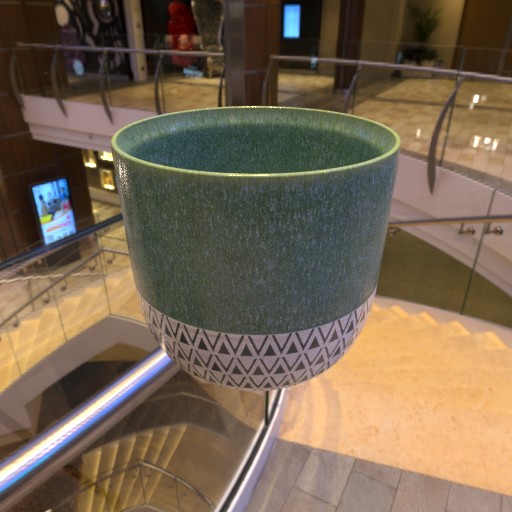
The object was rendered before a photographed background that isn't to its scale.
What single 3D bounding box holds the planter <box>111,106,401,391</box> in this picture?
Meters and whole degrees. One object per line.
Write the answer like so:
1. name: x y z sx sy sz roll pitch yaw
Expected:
1. planter: 0.000 0.000 0.485 0.266 0.270 0.266 0 28 0
